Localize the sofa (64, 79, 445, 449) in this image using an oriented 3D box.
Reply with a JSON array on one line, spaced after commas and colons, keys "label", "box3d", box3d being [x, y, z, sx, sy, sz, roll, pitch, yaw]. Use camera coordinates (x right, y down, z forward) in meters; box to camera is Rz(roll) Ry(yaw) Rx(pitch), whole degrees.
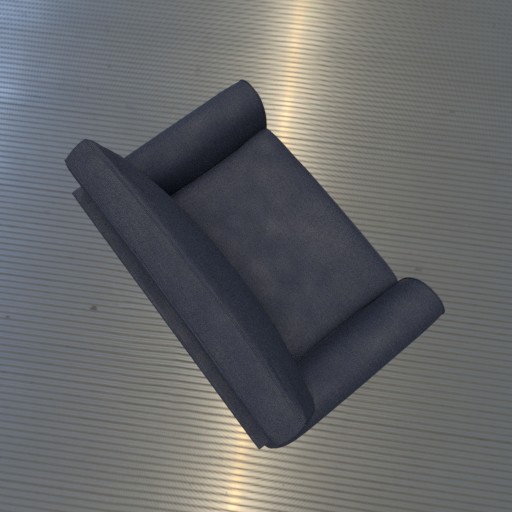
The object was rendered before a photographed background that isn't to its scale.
[{"label": "sofa", "box3d": [0.000, 0.000, 2.009, 0.938, 1.004, 1.405, -37, 79, -8]}]
